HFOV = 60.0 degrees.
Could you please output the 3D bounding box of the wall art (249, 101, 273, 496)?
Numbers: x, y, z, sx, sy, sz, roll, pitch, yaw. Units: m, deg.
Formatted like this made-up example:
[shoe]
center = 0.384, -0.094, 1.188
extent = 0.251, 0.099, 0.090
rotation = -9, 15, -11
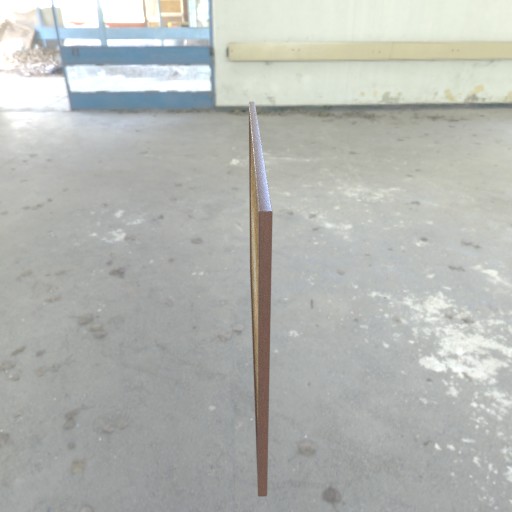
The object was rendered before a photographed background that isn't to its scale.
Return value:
[wall art]
center = 0.000, 0.000, 0.840
extent = 0.014, 0.455, 0.660
rotation = -1, 28, -1
